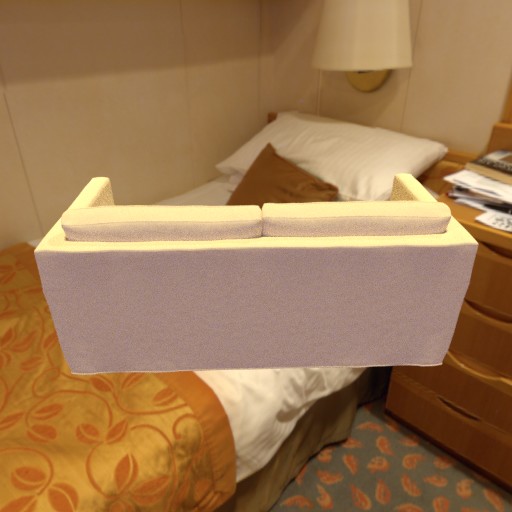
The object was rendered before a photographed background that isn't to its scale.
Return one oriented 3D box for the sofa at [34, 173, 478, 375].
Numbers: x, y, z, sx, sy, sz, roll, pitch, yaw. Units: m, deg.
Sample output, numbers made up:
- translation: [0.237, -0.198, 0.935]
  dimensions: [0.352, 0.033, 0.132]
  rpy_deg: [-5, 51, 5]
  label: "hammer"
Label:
- translation: [0.000, 0.000, 2.472]
  dimensions: [1.987, 0.870, 0.940]
  rpy_deg: [-1, 30, -2]
  label: "sofa"
